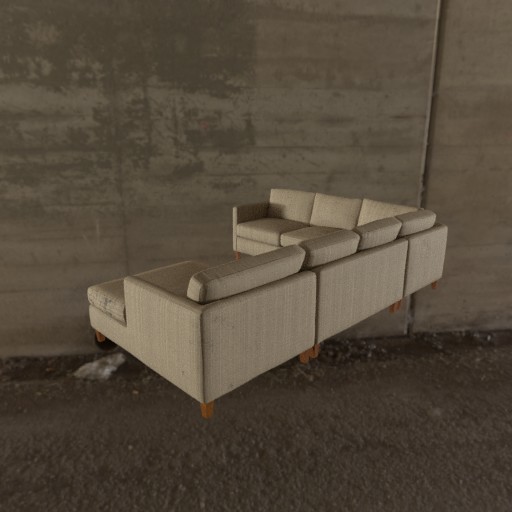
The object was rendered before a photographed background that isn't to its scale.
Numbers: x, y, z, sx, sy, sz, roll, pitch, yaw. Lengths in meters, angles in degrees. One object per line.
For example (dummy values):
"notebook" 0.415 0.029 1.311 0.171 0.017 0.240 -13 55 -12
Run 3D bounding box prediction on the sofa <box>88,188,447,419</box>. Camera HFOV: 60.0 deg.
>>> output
"sofa" 0.000 0.000 4.661 3.460 0.961 2.594 -15 22 -42
